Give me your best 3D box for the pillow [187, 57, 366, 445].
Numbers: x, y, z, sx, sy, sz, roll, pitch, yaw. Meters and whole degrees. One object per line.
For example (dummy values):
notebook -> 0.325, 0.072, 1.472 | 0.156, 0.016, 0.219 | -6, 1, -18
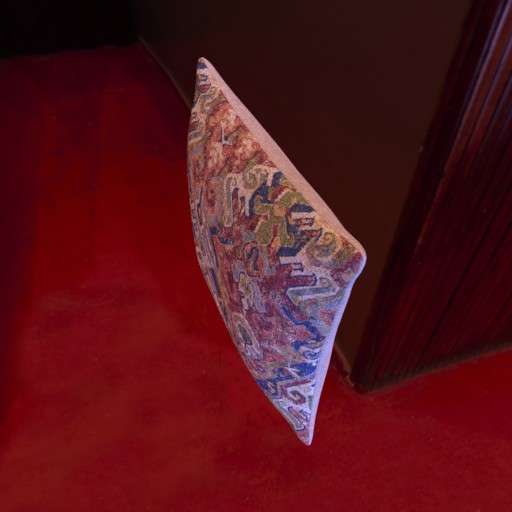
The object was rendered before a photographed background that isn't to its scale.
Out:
pillow -> 0.000, 0.000, 0.786 | 0.166, 0.506, 0.523 | -17, 49, -16
